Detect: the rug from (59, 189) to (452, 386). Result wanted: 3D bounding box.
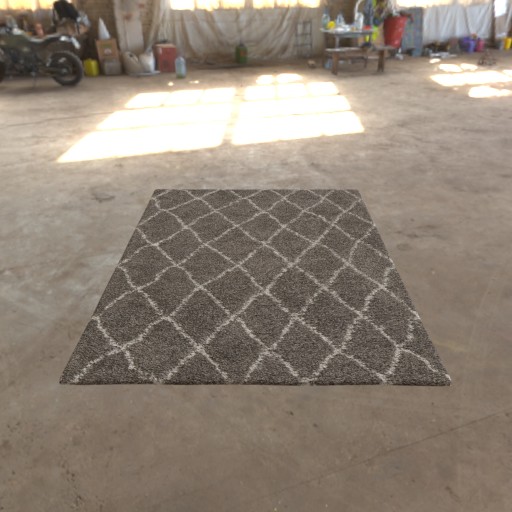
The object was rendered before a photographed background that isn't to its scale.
[{"bbox_3d":[0.000,0.000,4.028,2.438,0.029,3.047,0,31,0],"label":"rug"}]
